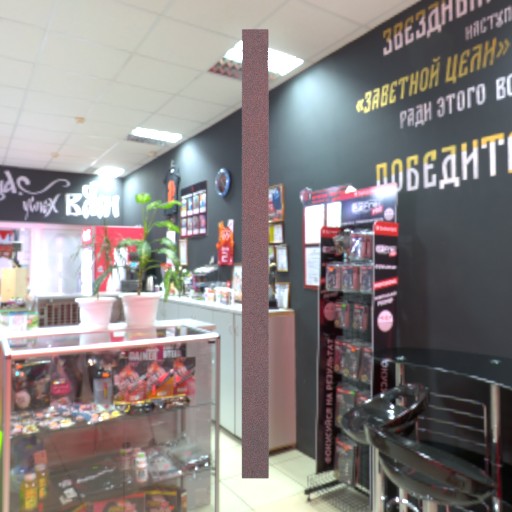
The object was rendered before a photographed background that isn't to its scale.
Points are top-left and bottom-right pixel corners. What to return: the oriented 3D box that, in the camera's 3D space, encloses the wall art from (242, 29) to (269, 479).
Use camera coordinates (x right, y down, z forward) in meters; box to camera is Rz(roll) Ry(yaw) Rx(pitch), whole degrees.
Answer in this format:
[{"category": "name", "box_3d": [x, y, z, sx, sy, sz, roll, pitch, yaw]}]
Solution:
[{"category": "wall art", "box_3d": [0.000, 0.000, 0.895, 0.036, 0.603, 0.603, 0, -1, 0]}]
